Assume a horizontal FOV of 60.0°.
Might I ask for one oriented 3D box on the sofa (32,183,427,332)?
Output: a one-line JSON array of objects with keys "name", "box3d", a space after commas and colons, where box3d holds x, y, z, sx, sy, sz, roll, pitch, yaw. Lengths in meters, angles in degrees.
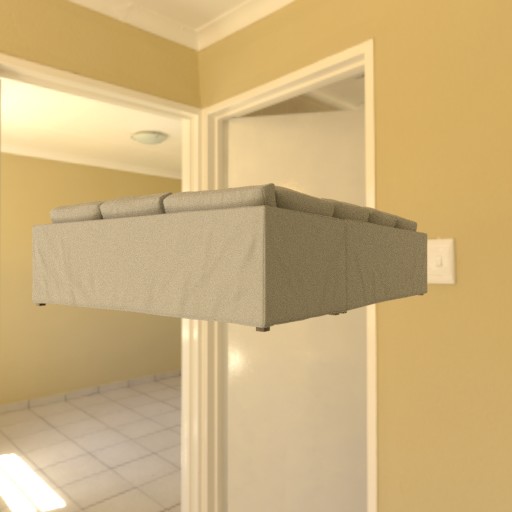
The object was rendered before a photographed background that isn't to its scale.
[{"name": "sofa", "box3d": [0.000, 0.000, 4.348, 2.432, 0.871, 3.182, 0, -1, 36]}]
